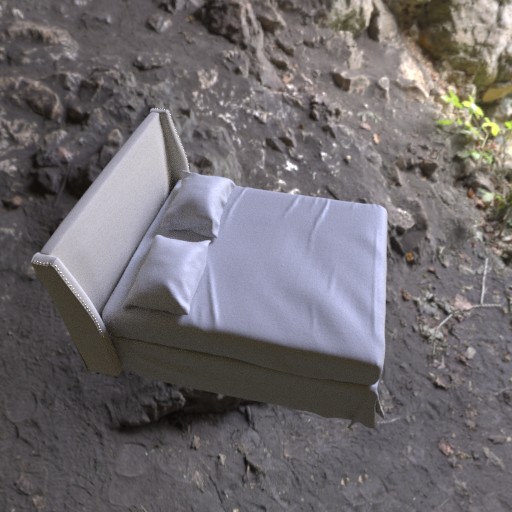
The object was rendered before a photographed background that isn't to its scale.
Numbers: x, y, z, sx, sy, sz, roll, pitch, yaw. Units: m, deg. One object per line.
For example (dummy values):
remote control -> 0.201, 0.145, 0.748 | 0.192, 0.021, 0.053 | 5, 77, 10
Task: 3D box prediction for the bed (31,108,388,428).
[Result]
bed -> 0.000, 0.000, 3.485 | 2.276, 1.332, 1.925 | 9, 47, 9
